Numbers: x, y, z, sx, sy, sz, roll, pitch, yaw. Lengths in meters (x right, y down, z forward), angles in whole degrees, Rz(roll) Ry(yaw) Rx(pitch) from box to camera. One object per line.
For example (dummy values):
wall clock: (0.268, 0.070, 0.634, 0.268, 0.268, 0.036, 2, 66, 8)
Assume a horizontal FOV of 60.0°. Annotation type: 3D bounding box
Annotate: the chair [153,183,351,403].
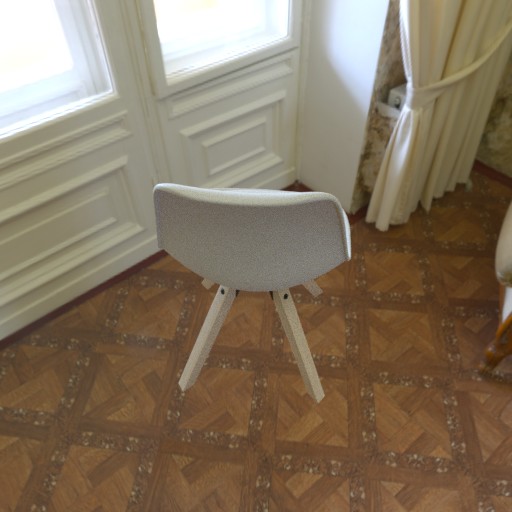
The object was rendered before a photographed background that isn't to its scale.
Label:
chair: (0.000, 0.000, 1.182, 0.485, 0.850, 0.550, 4, 47, 4)
